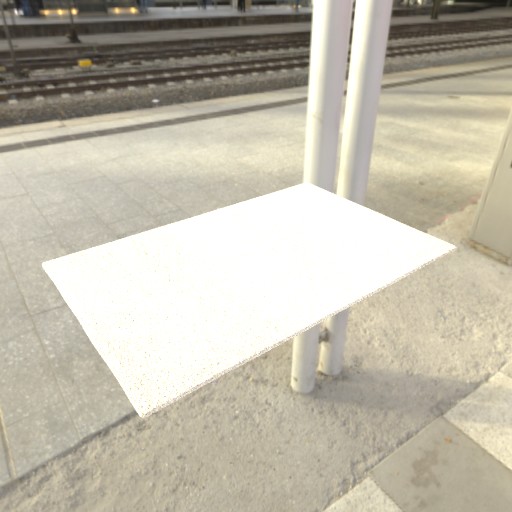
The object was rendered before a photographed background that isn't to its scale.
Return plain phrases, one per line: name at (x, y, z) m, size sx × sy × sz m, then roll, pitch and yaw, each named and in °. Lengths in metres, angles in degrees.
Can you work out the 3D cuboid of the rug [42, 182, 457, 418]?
rug at (0.000, 0.000, 3.469) m, size 2.743 × 0.030 × 1.778 m, roll -21°, pitch 37°, yaw -31°
